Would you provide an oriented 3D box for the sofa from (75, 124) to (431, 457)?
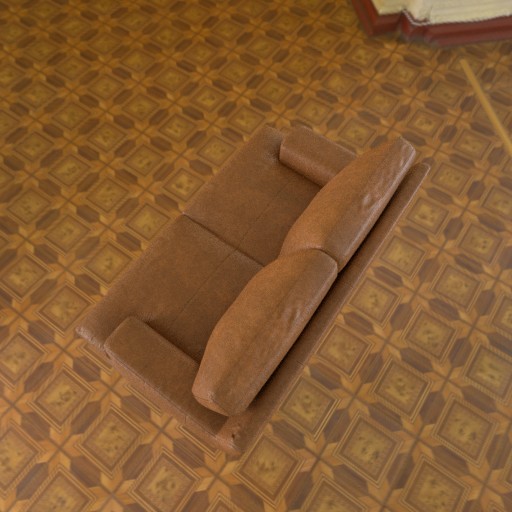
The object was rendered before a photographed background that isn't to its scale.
[{"bbox_3d":[0.000,0.000,2.521,1.144,0.966,1.880,32,67,15],"label":"sofa"}]
